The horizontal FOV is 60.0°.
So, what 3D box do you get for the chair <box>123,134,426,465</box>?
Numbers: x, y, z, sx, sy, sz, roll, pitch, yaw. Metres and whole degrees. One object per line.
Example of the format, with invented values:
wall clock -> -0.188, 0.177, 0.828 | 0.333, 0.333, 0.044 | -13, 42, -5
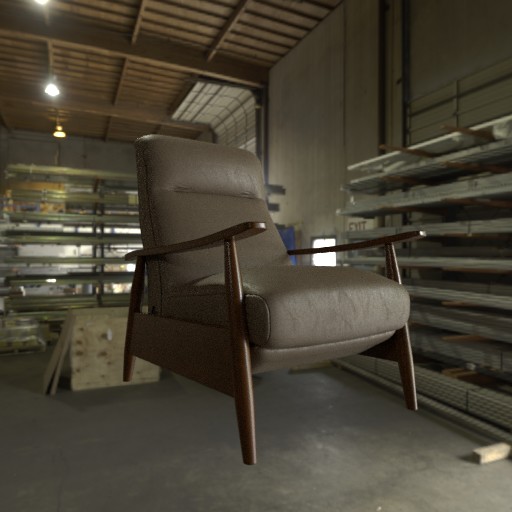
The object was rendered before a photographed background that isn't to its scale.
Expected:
chair -> 0.000, 0.000, 1.745 | 0.762, 1.082, 1.014 | 0, 0, -36
